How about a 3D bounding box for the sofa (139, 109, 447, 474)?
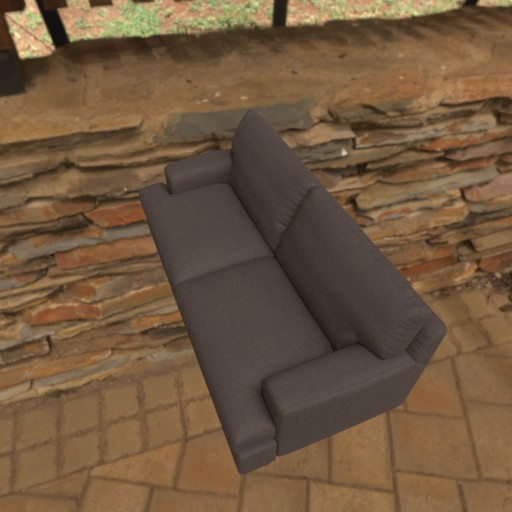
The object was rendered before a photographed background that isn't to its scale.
[{"bbox_3d":[0.000,0.000,2.915,1.140,0.950,2.271,-16,47,-16],"label":"sofa"}]
